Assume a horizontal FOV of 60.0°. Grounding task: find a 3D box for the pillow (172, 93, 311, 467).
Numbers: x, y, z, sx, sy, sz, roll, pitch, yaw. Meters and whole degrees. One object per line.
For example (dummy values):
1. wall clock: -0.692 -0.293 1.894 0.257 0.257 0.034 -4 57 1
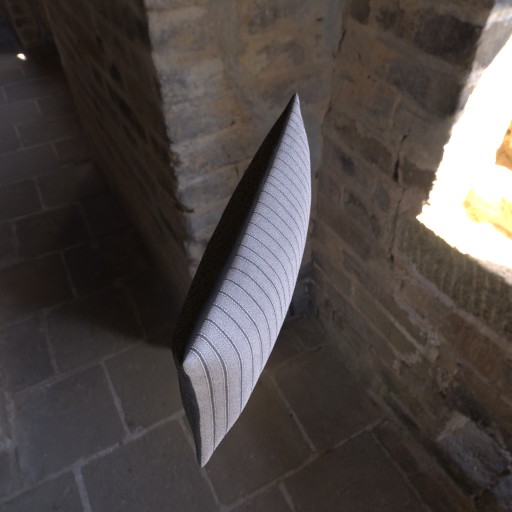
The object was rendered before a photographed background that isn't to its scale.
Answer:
1. pillow: 0.000 0.000 0.755 0.151 0.305 0.609 10 46 10
